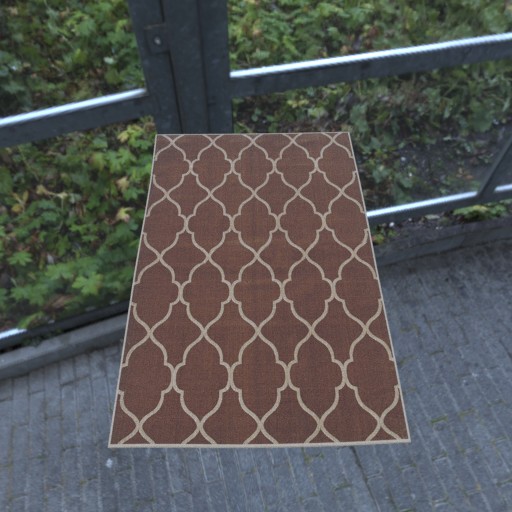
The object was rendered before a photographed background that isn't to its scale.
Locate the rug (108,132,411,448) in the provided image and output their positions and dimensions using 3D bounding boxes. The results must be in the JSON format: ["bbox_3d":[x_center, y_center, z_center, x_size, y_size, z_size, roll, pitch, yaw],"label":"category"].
[{"bbox_3d":[0.000,0.000,2.842,1.528,0.014,2.294,-1,57,-1],"label":"rug"}]
